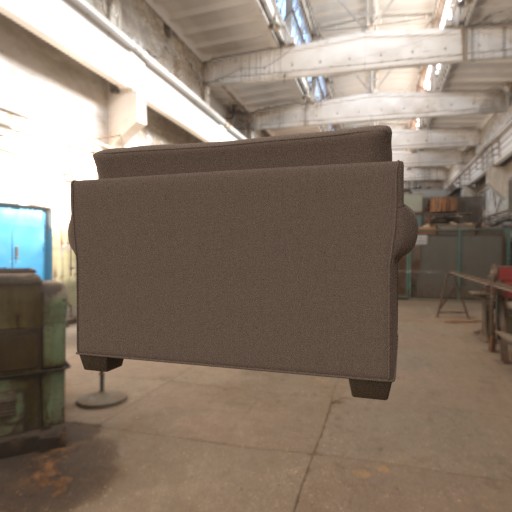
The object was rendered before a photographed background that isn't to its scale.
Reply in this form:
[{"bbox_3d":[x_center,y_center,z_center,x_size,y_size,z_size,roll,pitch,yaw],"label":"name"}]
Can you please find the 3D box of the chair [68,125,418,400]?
[{"bbox_3d":[0.000,0.000,2.032,1.390,0.930,0.930,0,1,18],"label":"chair"}]
